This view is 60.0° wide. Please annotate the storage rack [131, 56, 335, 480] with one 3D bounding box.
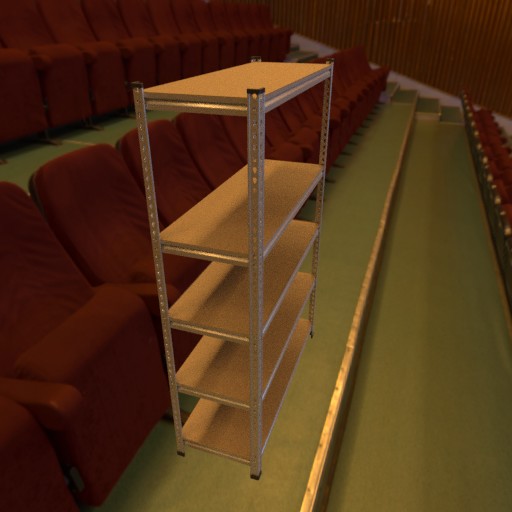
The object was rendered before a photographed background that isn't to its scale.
[{"bbox_3d":[0.000,0.000,2.332,0.457,1.829,1.219,9,30,17],"label":"storage rack"}]
